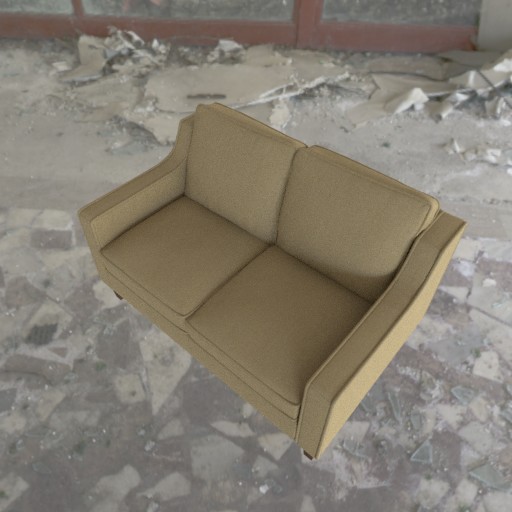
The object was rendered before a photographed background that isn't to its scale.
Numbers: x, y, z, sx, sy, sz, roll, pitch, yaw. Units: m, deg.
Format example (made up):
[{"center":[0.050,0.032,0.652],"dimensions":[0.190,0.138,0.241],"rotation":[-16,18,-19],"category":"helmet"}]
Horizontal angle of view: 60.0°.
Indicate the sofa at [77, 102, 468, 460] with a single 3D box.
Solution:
[{"center":[0.000,0.000,2.167],"dimensions":[1.501,0.971,0.987],"rotation":[32,54,27],"category":"sofa"}]
